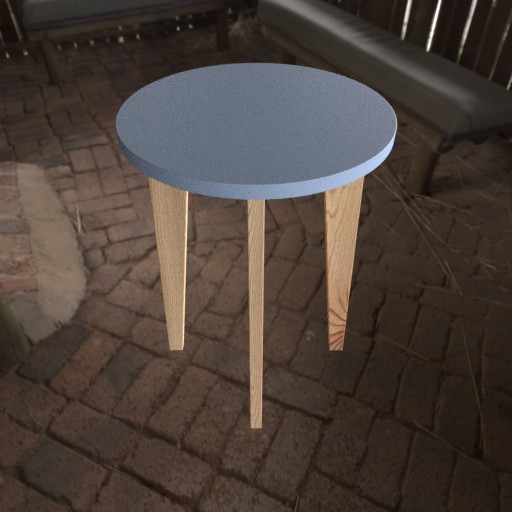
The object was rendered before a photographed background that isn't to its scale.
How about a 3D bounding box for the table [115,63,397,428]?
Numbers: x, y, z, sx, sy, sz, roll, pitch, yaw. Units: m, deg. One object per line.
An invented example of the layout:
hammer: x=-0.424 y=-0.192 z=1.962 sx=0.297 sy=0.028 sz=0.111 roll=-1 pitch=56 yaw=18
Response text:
table: x=0.000 y=0.000 z=0.732 sx=0.350 sy=0.500 sz=0.350 roll=0 pitch=42 yaw=0
